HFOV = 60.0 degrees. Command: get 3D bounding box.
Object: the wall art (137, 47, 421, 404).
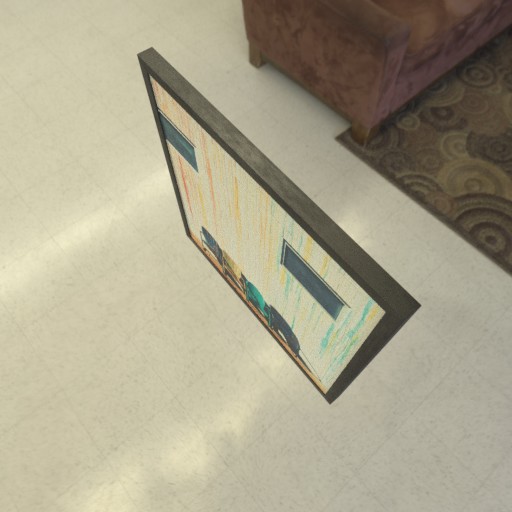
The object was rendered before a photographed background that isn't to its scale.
[{"bbox_3d":[0.000,0.000,1.148,0.039,0.763,0.763,-35,68,-17],"label":"wall art"}]
